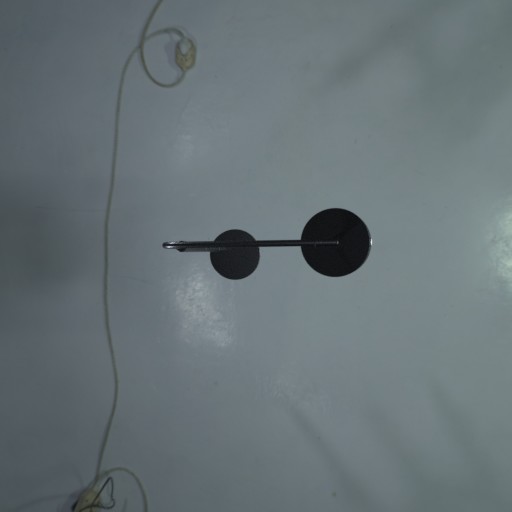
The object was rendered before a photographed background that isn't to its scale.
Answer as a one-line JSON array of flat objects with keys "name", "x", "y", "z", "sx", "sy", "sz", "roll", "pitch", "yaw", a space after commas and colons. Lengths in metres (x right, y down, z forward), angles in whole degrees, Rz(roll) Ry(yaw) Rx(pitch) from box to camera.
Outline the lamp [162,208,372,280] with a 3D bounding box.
[{"name": "lamp", "x": 0.000, "y": 0.000, "z": 1.342, "sx": 0.418, "sy": 1.230, "sz": 0.219, "roll": 0, "pitch": 91, "yaw": 1}]
